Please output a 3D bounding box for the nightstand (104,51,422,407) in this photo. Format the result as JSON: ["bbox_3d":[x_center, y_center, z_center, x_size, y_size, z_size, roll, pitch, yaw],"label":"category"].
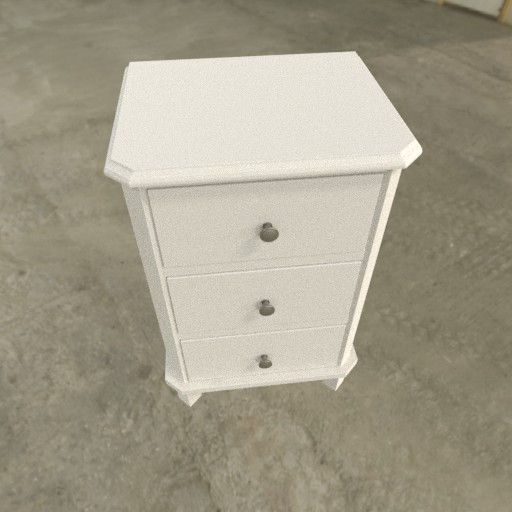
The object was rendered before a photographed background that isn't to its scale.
[{"bbox_3d":[0.000,0.000,0.928,0.435,0.681,0.351,-5,46,-5],"label":"nightstand"}]
